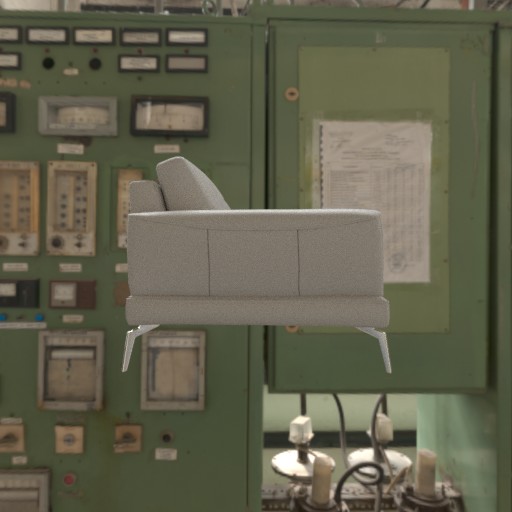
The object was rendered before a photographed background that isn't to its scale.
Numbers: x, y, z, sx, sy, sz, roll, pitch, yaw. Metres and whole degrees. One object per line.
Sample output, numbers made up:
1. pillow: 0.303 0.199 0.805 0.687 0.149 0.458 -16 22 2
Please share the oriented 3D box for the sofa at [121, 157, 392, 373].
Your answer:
1. sofa: 0.000 0.000 2.843 1.121 0.930 2.177 0 1 0
